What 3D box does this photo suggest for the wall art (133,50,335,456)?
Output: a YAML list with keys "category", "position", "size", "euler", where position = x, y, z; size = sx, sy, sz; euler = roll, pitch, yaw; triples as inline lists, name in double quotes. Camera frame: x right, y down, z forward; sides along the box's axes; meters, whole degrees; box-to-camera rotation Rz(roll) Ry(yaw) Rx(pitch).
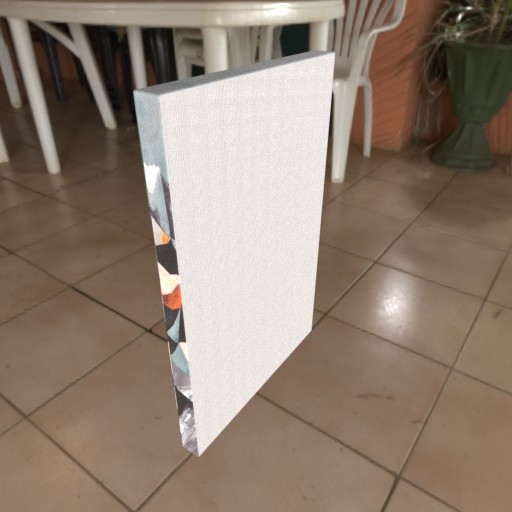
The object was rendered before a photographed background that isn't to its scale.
- category: "wall art"
  position: [0.000, 0.000, 1.147]
  size: [0.061, 0.911, 0.609]
  euler: [20, 37, 29]
